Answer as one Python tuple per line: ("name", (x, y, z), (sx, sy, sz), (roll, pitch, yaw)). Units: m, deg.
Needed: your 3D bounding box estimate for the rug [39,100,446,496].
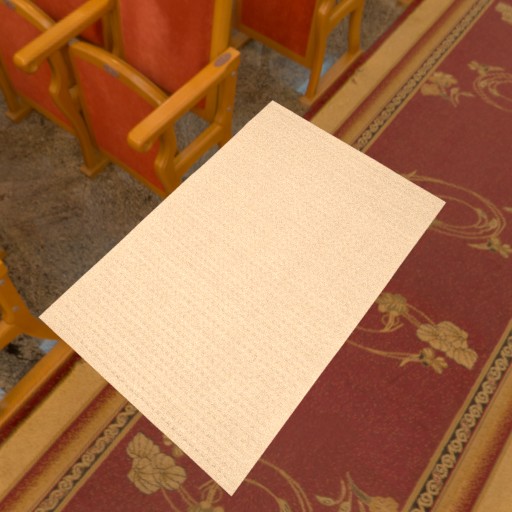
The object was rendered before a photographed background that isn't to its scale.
("rug", (0.000, 0.000, 2.861), (1.523, 0.006, 2.289), (36, 69, 16))
